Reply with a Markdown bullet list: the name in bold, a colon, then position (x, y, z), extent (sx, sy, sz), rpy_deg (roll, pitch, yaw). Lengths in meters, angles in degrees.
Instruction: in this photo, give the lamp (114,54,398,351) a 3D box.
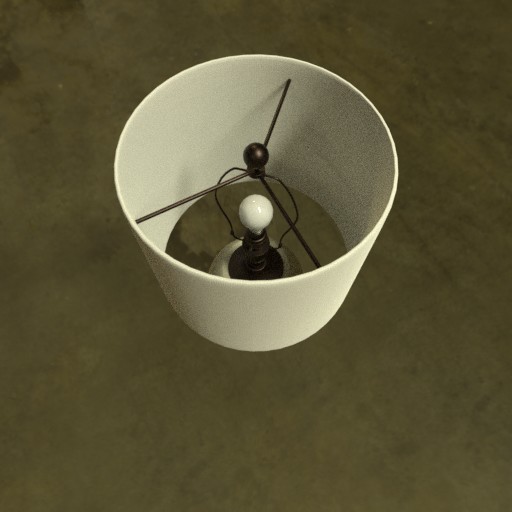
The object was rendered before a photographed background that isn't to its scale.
- **lamp**: position (0.000, 0.000, 0.759), extent (0.329, 0.570, 0.329), rpy_deg (15, 65, 7)
